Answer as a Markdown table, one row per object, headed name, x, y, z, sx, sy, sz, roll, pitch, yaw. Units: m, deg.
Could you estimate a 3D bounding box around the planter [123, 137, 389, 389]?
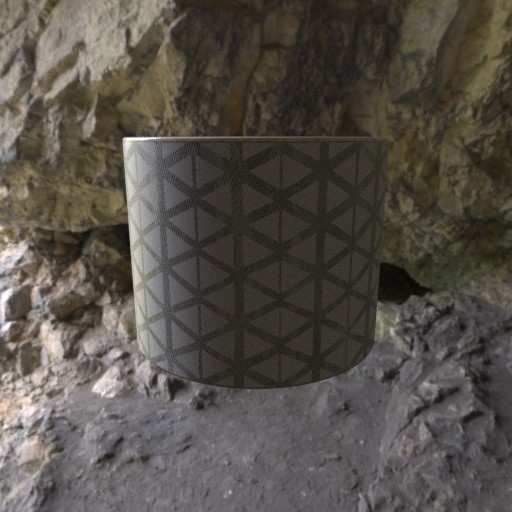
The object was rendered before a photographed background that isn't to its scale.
| name | x | y | z | sx | sy | sz | roll | pitch | yaw |
| --- | --- | --- | --- | --- | --- | --- | --- | --- | --- |
| planter | 0.000 | 0.000 | 0.351 | 0.190 | 0.181 | 0.190 | 0 | 15 | 0 |
